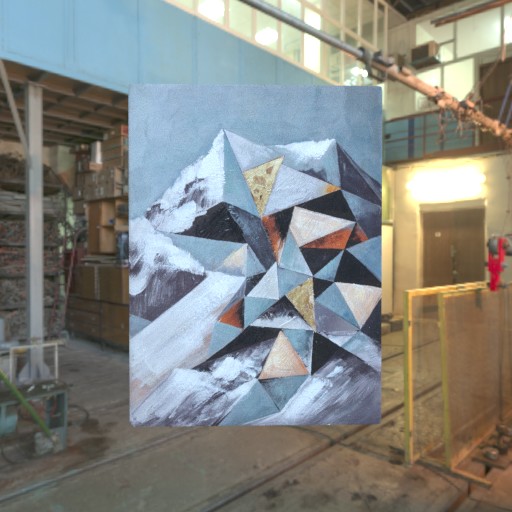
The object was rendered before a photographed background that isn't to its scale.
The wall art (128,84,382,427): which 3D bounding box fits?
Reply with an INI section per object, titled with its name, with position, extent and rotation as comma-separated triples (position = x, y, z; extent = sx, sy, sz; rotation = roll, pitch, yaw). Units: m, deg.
[wall art]
position = 0.000, 0.000, 0.816
extent = 0.455, 0.613, 0.037
rotation = 0, 1, -1
